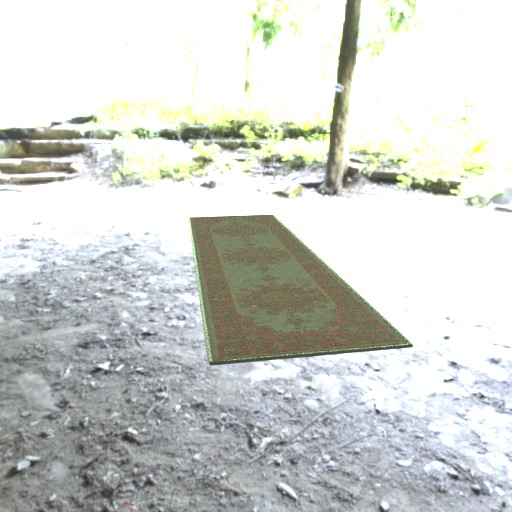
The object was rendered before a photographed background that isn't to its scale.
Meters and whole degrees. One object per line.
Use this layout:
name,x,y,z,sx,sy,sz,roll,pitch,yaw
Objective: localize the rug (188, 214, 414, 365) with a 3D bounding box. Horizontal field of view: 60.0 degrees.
rug,0.000,0.000,2.019,0.562,0.009,1.824,-3,17,-9
